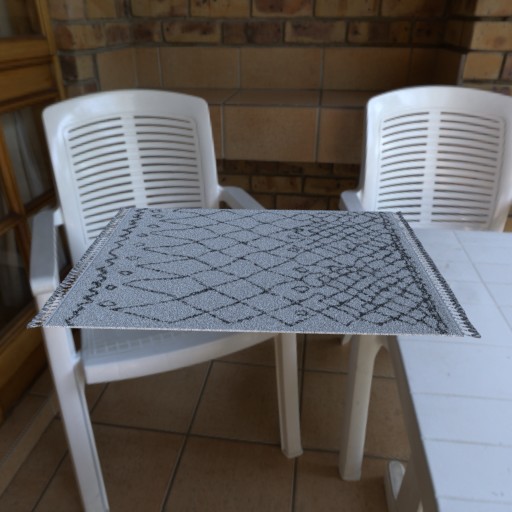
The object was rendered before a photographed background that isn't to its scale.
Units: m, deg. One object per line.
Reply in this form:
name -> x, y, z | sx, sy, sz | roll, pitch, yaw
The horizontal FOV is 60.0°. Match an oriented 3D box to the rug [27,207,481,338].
rug -> 0.000, 0.000, 2.958 | 2.312, 0.017, 1.613 | 1, 29, 2
